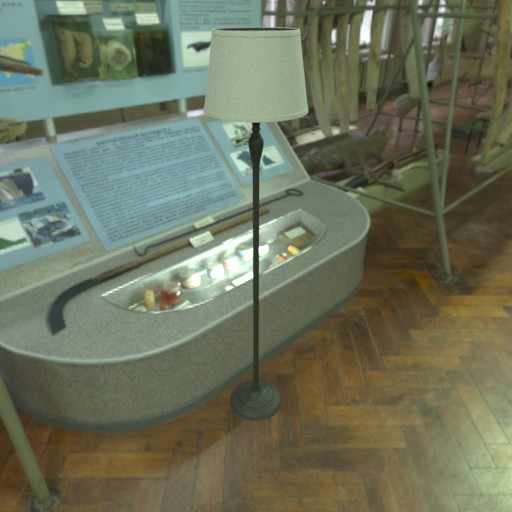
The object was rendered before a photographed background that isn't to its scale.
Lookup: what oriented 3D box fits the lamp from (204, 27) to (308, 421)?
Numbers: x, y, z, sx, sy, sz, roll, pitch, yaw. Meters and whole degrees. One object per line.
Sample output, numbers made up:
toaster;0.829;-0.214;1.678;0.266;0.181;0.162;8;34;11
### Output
lamp;0.000;0.000;1.650;0.327;1.506;0.327;7;30;12
